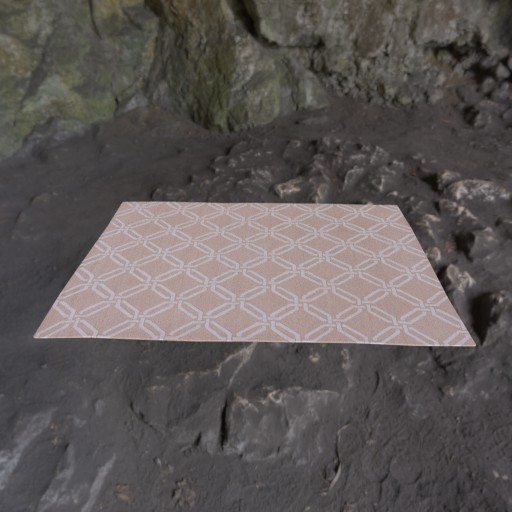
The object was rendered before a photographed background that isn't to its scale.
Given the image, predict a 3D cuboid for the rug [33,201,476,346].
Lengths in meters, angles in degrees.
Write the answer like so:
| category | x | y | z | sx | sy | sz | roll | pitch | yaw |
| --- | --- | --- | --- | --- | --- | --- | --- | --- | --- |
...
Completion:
| category | x | y | z | sx | sy | sz | roll | pitch | yaw |
| --- | --- | --- | --- | --- | --- | --- | --- | --- | --- |
| rug | 0.000 | 0.000 | 4.362 | 3.365 | 0.020 | 2.452 | 1 | 32 | 1 |
